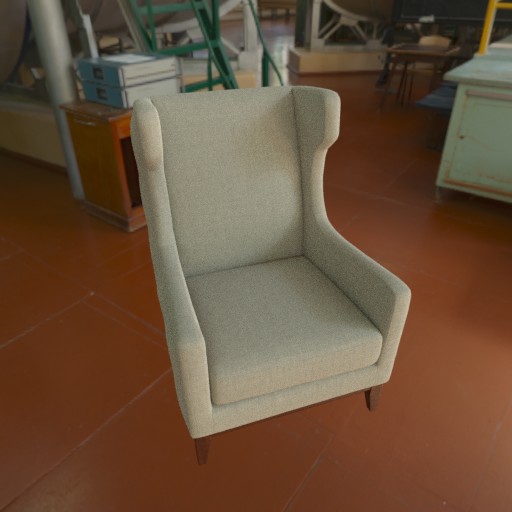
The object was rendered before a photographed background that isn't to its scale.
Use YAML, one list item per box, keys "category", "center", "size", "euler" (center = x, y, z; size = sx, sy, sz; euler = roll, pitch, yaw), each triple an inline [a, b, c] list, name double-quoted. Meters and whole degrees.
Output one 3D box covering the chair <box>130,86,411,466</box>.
- category: "chair"
  center: [0.000, 0.000, 1.655]
  size: [0.778, 1.079, 0.899]
  euler: [-11, 34, -16]
